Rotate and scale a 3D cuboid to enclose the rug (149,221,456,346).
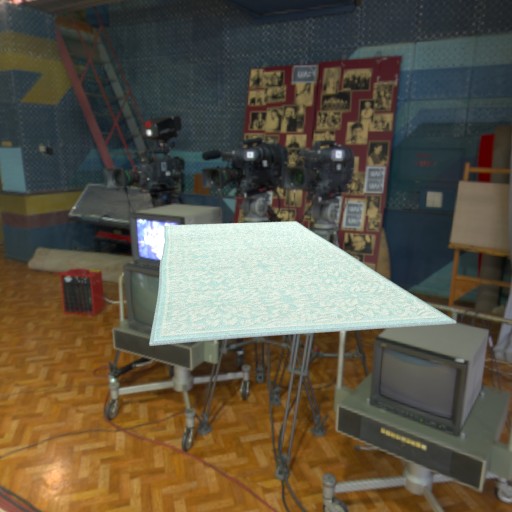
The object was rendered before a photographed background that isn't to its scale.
[{"bbox_3d":[0.000,0.000,1.422,0.604,0.007,1.219,-2,14,-10],"label":"rug"}]
